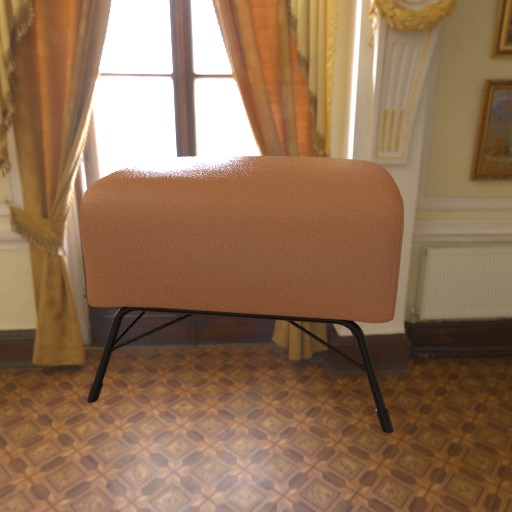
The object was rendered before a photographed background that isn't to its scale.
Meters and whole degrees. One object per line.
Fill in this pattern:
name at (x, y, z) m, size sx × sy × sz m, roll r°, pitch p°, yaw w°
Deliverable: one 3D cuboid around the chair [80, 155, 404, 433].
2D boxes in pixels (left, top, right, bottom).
chair at (0.000, 0.000, 0.938) m, size 0.530 × 0.410 × 0.530 m, roll 3°, pitch 17°, yaw 9°
